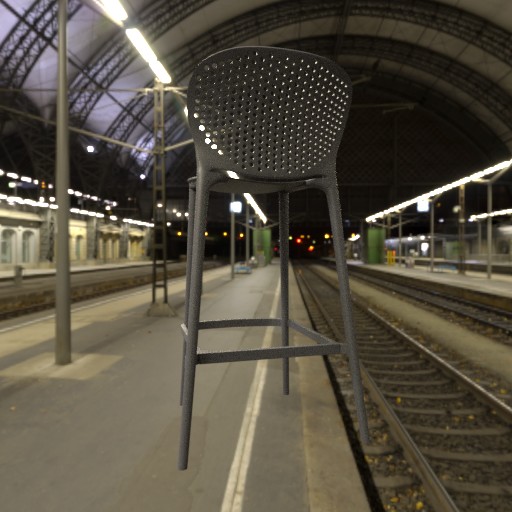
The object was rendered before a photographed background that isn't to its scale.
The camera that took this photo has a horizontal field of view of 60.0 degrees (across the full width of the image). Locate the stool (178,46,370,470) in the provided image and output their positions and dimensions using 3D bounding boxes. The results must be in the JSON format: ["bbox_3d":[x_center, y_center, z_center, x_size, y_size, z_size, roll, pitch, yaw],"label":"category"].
[{"bbox_3d":[0.000,0.000,1.366,0.536,1.045,0.535,0,1,-17],"label":"stool"}]
